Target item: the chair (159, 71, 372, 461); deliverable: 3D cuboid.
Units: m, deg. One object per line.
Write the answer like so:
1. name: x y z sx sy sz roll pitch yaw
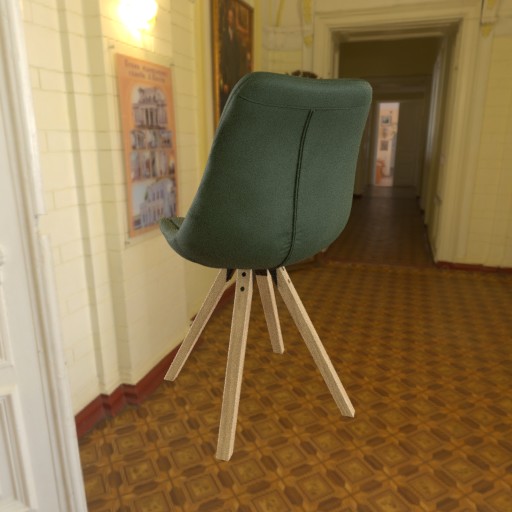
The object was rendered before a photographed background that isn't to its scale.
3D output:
1. chair: 0.000 0.000 1.211 0.483 0.865 0.547 -8 17 -26
